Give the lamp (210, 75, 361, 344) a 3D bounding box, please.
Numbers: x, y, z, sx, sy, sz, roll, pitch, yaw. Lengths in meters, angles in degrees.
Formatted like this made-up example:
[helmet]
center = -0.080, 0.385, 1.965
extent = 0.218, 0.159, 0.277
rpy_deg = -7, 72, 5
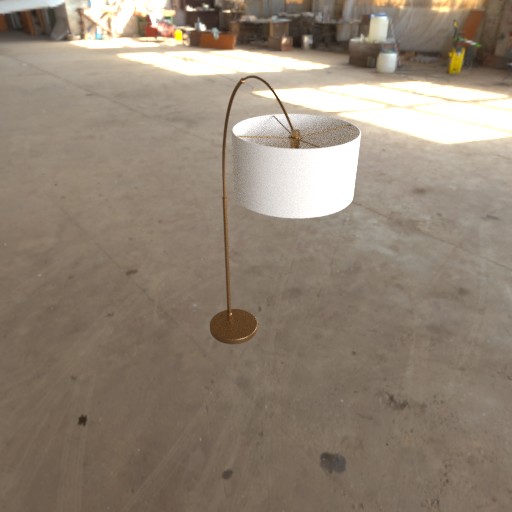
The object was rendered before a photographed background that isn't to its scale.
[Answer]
[lamp]
center = 0.000, 0.000, 2.523
extent = 0.493, 1.927, 1.434
rpy_deg = -10, 33, -16
